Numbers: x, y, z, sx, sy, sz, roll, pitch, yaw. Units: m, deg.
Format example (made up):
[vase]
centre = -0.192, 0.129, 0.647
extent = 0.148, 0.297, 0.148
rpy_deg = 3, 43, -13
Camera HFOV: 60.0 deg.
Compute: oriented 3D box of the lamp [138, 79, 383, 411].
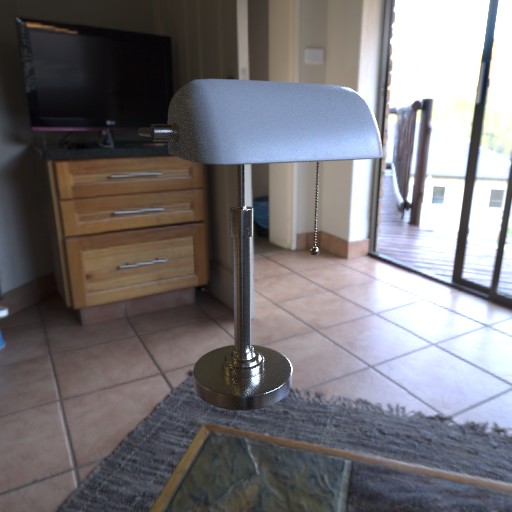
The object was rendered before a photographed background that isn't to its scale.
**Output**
[lamp]
centre = 0.000, 0.000, 0.559
extent = 0.269, 0.404, 0.227
rpy_deg = -8, 18, -26
